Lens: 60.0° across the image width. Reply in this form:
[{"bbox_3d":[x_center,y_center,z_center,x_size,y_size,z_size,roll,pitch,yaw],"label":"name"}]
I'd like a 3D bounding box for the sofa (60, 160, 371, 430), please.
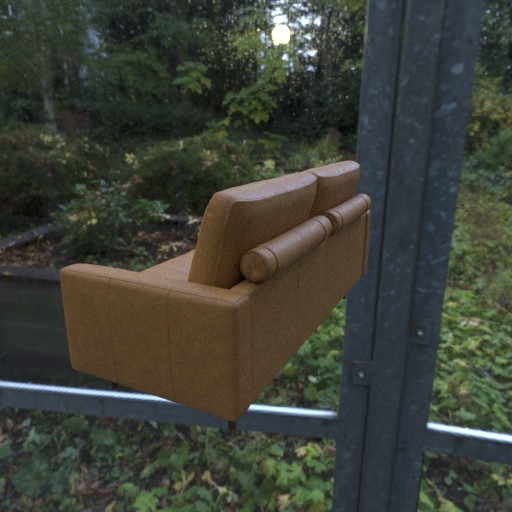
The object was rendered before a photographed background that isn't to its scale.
[{"bbox_3d":[0.000,0.000,2.313,0.850,0.898,1.821,8,18,26],"label":"sofa"}]
